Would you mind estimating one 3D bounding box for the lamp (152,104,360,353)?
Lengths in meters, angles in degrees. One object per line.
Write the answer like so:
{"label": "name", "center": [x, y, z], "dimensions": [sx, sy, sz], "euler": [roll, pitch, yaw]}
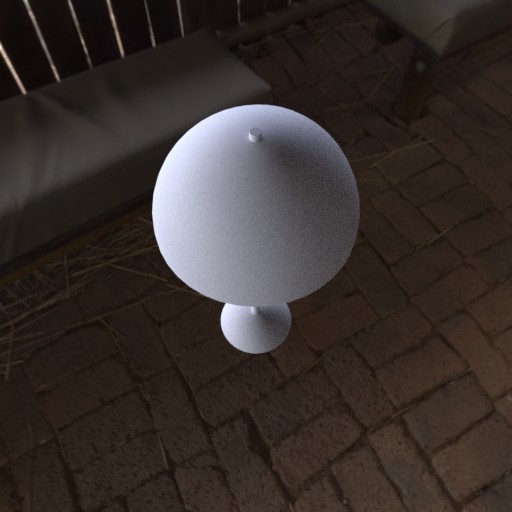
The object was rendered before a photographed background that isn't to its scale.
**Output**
{"label": "lamp", "center": [0.000, 0.000, 0.437], "dimensions": [0.171, 0.330, 0.171], "euler": [0, 60, 0]}
